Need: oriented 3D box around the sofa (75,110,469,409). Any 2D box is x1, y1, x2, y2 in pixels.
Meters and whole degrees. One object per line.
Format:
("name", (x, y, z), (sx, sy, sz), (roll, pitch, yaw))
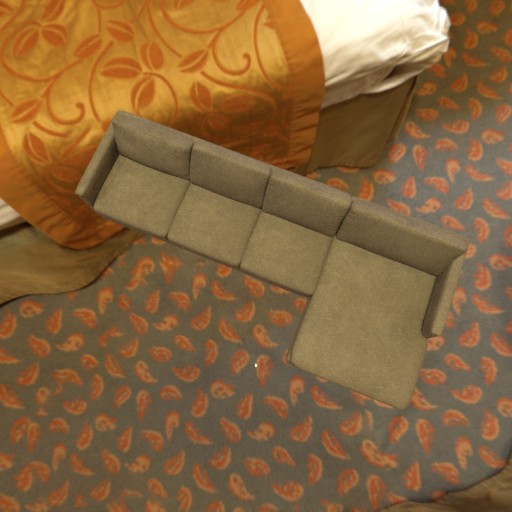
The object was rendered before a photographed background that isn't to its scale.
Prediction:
("sofa", (0.000, 0.000, 4.112), (3.471, 0.950, 1.604), (21, 77, 5))
